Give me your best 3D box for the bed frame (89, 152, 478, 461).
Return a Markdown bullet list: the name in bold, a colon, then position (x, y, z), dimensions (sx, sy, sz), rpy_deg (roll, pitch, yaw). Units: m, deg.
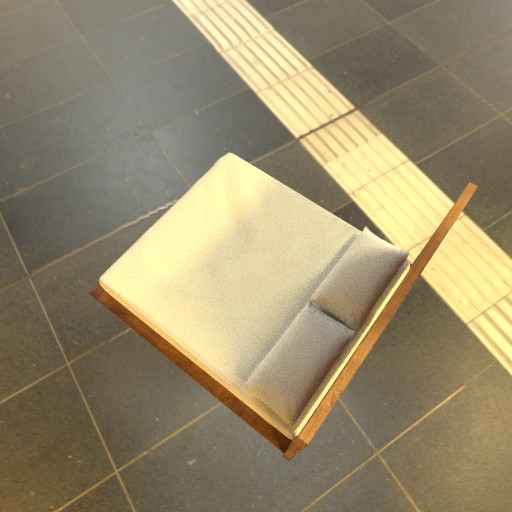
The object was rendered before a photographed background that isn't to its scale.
- **bed frame**: position (0.000, 0.000, 3.623), dimensions (2.235, 1.537, 2.038), rpy_deg (34, 67, 16)
